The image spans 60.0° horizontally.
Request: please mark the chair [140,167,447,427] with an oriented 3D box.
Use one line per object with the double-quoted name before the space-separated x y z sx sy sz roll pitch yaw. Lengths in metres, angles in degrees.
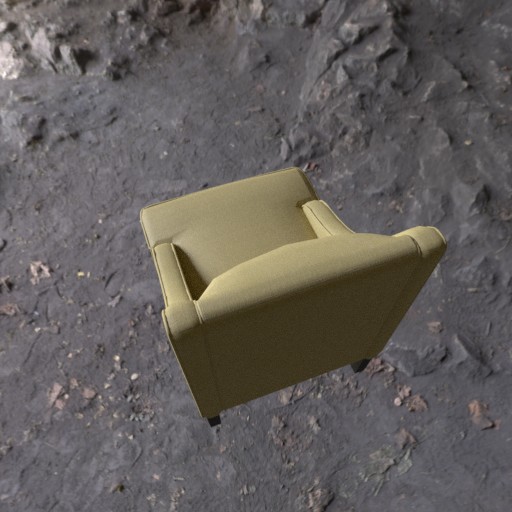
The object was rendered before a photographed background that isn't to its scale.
"chair" 0.000 0.000 1.540 0.696 0.896 0.814 -17 58 -11
